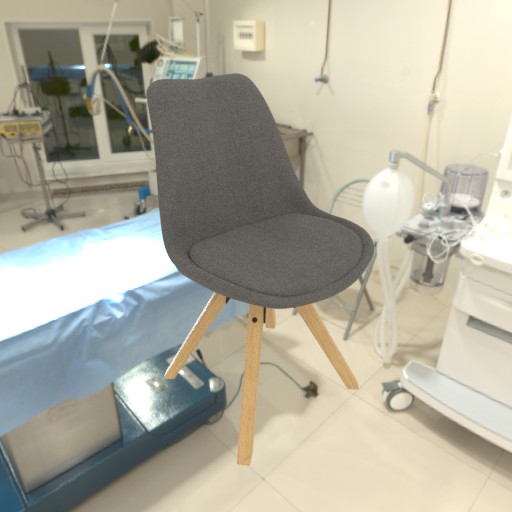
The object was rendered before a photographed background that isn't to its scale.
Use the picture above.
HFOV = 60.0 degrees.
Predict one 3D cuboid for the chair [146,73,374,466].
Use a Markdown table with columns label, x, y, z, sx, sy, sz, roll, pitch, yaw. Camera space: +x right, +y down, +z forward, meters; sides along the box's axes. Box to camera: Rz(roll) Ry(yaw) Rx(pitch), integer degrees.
| label | x | y | z | sx | sy | sz | roll | pitch | yaw |
| --- | --- | --- | --- | --- | --- | --- | --- | --- | --- |
| chair | 0.000 | 0.000 | 1.179 | 0.485 | 0.850 | 0.550 | -20 | 34 | -33 |
